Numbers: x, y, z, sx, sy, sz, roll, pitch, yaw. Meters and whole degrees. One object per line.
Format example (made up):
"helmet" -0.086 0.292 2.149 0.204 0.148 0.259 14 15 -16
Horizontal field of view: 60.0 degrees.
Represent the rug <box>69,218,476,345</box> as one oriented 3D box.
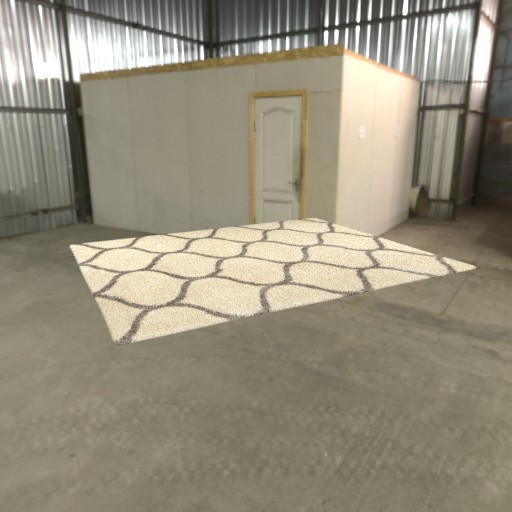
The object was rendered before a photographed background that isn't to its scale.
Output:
"rug" 0.000 0.000 4.116 3.000 0.026 2.399 -8 18 -26
